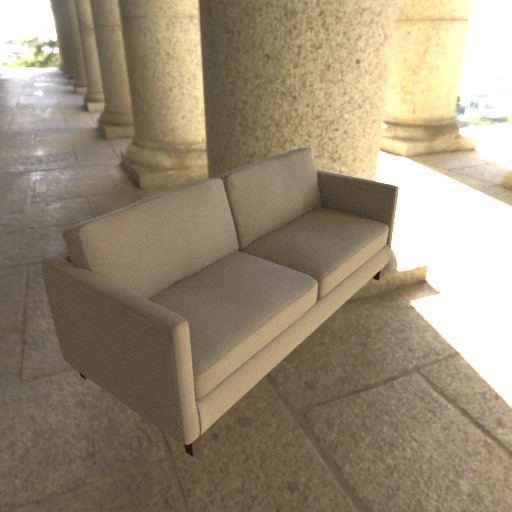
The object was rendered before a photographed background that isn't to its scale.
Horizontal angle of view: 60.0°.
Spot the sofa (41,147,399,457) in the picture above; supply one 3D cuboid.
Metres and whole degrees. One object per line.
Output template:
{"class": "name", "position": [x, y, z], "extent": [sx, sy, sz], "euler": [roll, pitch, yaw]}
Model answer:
{"class": "sofa", "position": [0.000, 0.000, 2.706], "extent": [0.948, 0.932, 2.181], "euler": [19, 32, 33]}
